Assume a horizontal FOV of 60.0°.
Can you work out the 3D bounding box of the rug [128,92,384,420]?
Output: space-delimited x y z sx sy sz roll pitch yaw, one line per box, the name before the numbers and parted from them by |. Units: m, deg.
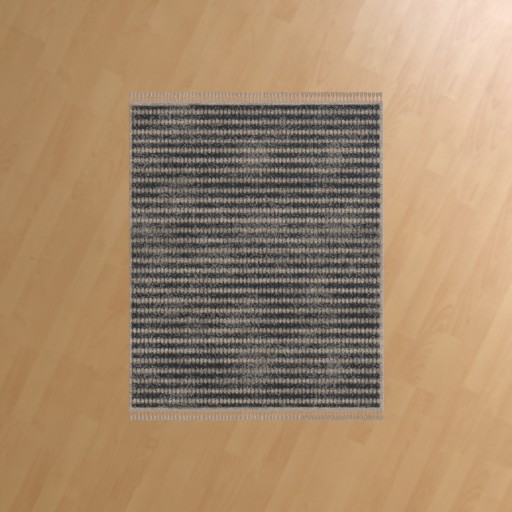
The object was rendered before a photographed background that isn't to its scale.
rug | 0.000 0.000 3.925 2.256 0.013 2.910 0 90 0
